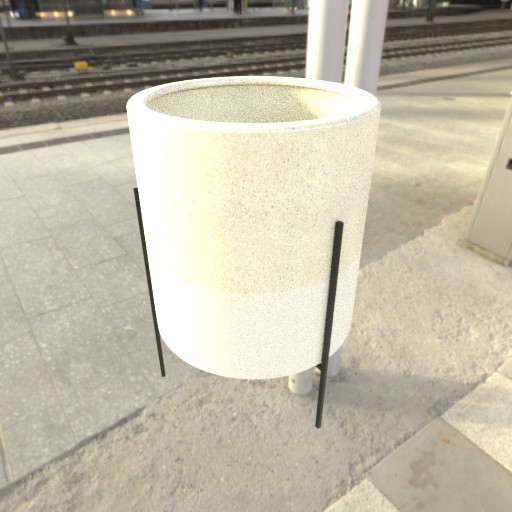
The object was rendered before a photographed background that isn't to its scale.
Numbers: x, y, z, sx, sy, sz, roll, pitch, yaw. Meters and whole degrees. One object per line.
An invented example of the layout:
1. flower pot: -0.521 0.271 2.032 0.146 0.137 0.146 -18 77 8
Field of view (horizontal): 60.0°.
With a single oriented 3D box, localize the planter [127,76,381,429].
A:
1. planter: 0.000 0.000 0.697 0.324 0.483 0.333 -22 37 -32
